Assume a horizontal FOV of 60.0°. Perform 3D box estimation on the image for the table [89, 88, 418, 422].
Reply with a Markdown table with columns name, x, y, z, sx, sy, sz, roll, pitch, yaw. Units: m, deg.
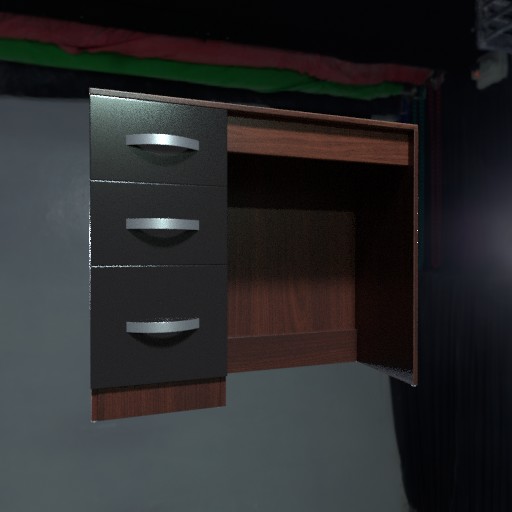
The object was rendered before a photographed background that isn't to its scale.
| name | x | y | z | sx | sy | sz | roll | pitch | yaw |
| --- | --- | --- | --- | --- | --- | --- | --- | --- | --- |
| table | 0.000 | 0.000 | 1.336 | 0.930 | 0.790 | 0.380 | 0 | 1 | -19 |
